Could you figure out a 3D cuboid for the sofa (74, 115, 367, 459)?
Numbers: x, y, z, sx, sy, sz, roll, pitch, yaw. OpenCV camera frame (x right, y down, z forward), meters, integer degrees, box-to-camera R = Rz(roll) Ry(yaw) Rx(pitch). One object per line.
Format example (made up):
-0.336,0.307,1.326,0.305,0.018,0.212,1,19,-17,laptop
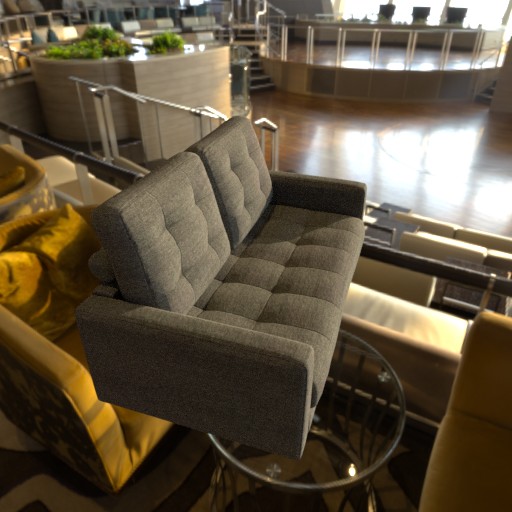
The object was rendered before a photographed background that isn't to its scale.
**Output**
0.000,0.000,1.947,0.842,0.907,1.407,10,33,16,sofa
